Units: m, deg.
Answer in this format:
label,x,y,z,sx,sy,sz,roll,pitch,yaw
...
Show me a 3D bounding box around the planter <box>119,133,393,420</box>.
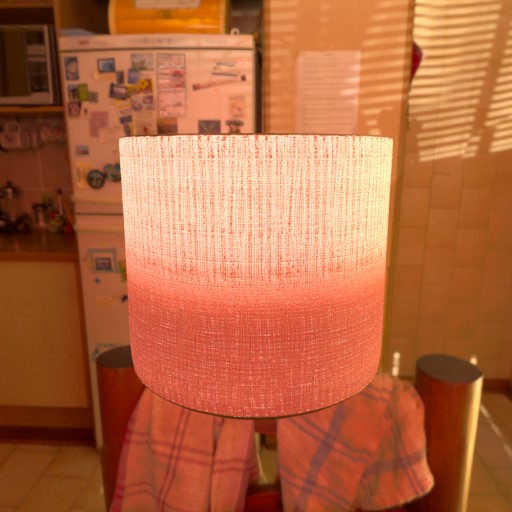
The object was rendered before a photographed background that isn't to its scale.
label,x,y,z,sx,sy,sz,roll,pitch,yaw
planter,0.000,0.000,0.389,0.221,0.201,0.221,0,13,0
